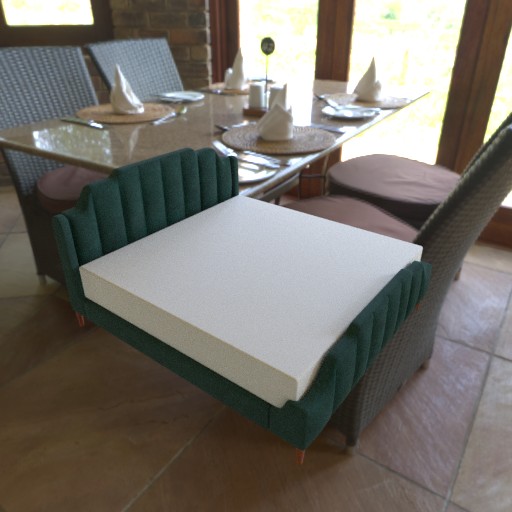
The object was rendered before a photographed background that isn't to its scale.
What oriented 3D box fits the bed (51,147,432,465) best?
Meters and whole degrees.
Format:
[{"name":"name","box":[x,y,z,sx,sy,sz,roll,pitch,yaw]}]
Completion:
[{"name":"bed","box":[0.000,0.000,3.634,2.340,1.245,2.074,20,35,32]}]
